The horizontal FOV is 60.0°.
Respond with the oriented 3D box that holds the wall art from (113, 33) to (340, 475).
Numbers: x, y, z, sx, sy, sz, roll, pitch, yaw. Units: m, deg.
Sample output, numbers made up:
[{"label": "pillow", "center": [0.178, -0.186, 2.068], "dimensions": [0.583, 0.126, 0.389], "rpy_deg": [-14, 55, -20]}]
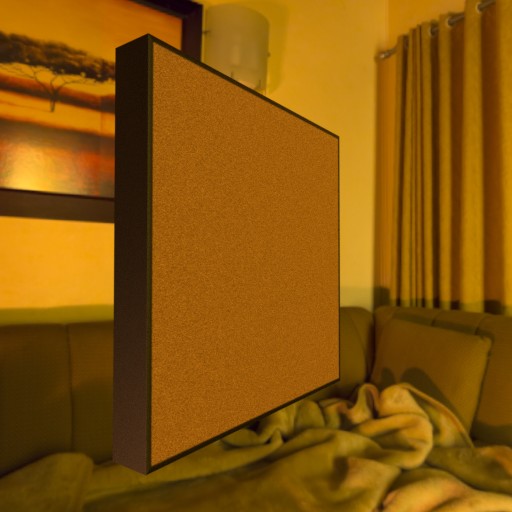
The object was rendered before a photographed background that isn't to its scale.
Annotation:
[{"label": "wall art", "center": [0.000, 0.000, 0.437], "dimensions": [0.037, 0.303, 0.304], "rpy_deg": [-1, -1, 36]}]
